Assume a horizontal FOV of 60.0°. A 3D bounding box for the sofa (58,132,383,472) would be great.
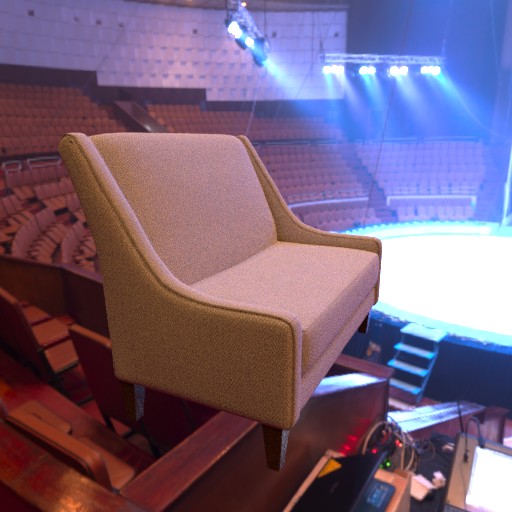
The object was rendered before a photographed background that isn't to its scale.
[{"bbox_3d":[0.000,0.000,1.910,0.870,1.022,1.242,7,16,26],"label":"sofa"}]
